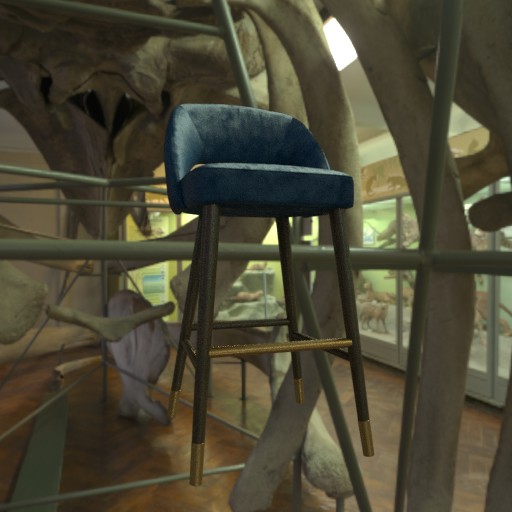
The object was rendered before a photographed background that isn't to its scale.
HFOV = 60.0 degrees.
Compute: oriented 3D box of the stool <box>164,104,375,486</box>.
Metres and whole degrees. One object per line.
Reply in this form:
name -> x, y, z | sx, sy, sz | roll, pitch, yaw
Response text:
stool -> 0.000, 0.000, 1.286 | 0.514, 1.016, 0.515 | 0, 1, -18
